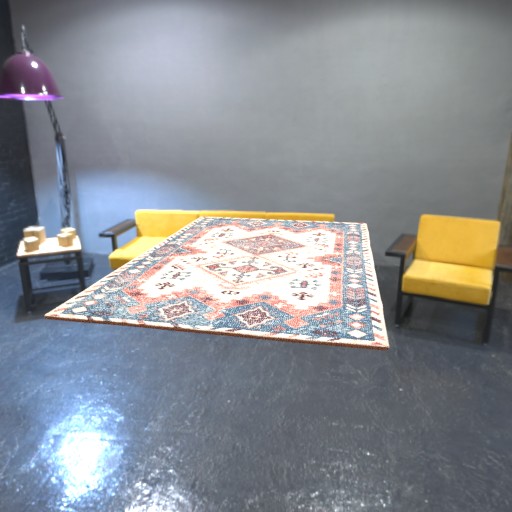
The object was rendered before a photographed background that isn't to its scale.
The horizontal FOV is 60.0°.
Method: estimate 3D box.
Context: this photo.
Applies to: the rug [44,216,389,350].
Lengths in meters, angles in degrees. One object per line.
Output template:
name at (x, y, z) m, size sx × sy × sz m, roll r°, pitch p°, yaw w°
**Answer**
rug at (0.000, 0.000, 2.360) m, size 1.225 × 0.015 × 1.840 m, roll 3°, pitch 17°, yaw 11°
